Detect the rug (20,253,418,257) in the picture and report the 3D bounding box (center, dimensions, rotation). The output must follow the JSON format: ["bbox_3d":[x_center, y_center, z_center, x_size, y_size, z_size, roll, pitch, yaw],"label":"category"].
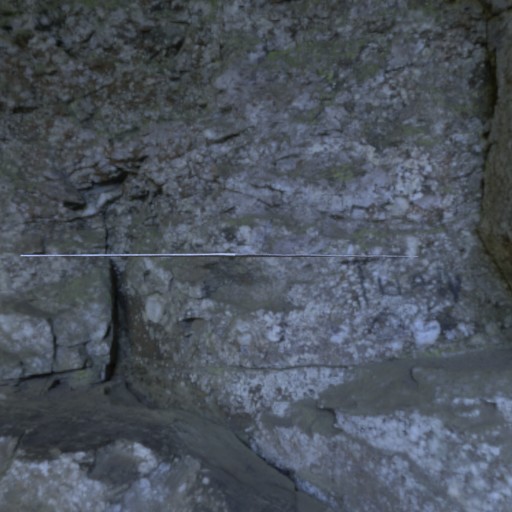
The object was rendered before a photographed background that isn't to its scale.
[{"bbox_3d":[0.000,0.000,3.046,1.522,0.012,2.440,0,0,35],"label":"rug"}]
